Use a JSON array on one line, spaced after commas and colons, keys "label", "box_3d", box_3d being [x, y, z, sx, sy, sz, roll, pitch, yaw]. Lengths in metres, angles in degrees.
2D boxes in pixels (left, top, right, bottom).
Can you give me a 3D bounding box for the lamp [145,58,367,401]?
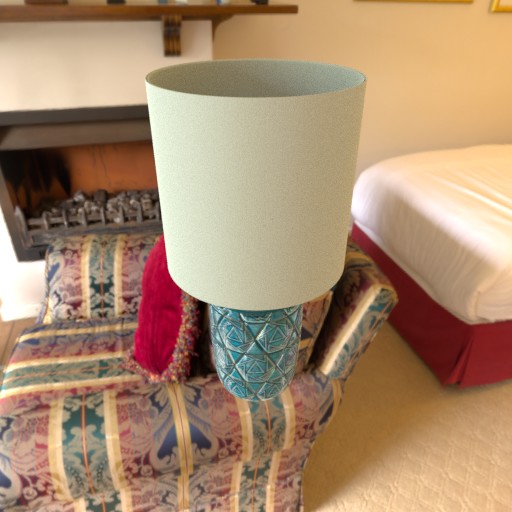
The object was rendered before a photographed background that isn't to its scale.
[{"label": "lamp", "box_3d": [0.000, 0.000, 0.491, 0.193, 0.377, 0.193, 22, 38, 31]}]
